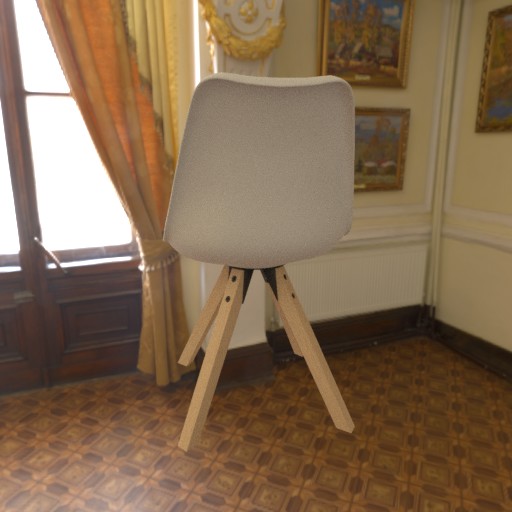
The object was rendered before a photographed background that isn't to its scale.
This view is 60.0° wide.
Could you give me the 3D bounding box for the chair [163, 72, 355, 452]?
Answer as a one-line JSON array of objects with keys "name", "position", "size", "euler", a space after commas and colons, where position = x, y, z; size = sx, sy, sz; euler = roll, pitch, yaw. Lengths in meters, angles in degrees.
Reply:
[{"name": "chair", "position": [0.000, 0.000, 1.200], "size": [0.485, 0.850, 0.550], "euler": [-2, 14, -9]}]
